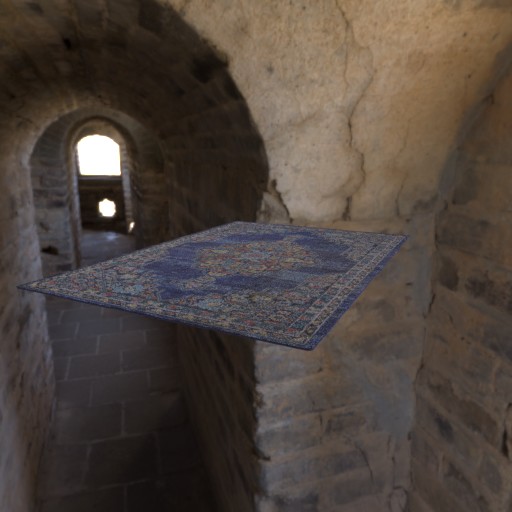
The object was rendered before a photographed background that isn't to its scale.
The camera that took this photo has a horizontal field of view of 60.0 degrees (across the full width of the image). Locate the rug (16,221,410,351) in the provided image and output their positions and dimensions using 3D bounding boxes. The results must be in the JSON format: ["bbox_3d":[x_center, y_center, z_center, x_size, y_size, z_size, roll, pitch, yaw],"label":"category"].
[{"bbox_3d":[0.000,0.000,3.706,2.053,0.011,2.940,7,16,26],"label":"rug"}]
